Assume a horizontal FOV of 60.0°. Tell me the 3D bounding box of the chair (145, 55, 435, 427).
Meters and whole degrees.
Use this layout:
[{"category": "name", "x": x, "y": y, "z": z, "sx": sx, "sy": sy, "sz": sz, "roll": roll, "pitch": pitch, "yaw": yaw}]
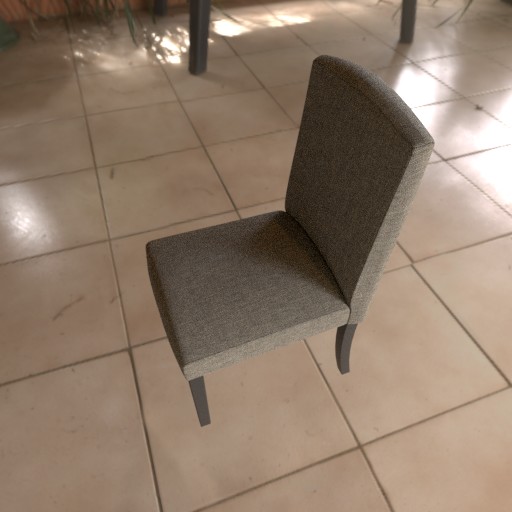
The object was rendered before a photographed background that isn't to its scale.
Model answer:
[{"category": "chair", "x": 0.000, "y": 0.000, "z": 1.220, "sx": 0.580, "sy": 0.917, "sz": 0.451, "roll": -16, "pitch": 48, "yaw": -15}]
